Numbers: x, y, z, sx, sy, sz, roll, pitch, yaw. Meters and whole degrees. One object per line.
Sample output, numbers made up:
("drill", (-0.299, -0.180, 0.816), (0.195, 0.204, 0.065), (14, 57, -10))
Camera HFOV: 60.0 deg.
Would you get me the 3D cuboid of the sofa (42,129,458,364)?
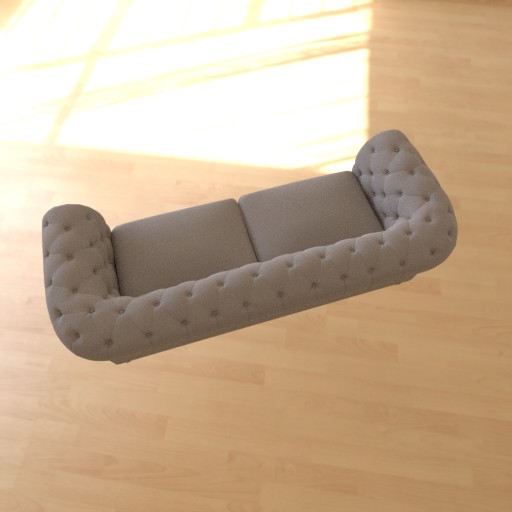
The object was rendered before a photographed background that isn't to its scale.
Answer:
("sofa", (0.000, 0.000, 2.808), (2.411, 0.749, 0.991), (-15, 60, -9))
